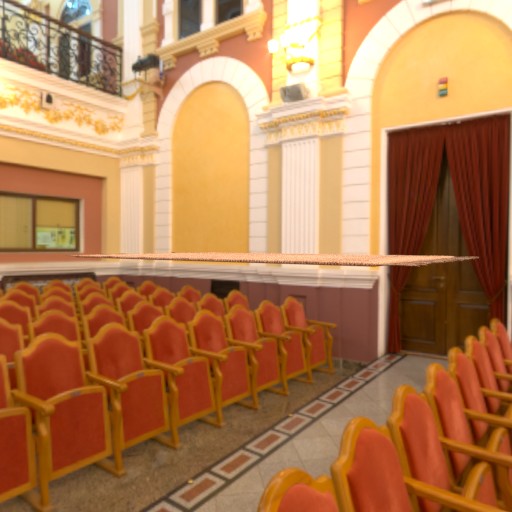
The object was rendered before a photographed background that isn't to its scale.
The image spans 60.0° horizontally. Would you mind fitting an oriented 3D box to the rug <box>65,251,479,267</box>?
[{"bbox_3d":[0.000,0.000,2.017,1.718,0.017,0.905,1,2,37],"label":"rug"}]
